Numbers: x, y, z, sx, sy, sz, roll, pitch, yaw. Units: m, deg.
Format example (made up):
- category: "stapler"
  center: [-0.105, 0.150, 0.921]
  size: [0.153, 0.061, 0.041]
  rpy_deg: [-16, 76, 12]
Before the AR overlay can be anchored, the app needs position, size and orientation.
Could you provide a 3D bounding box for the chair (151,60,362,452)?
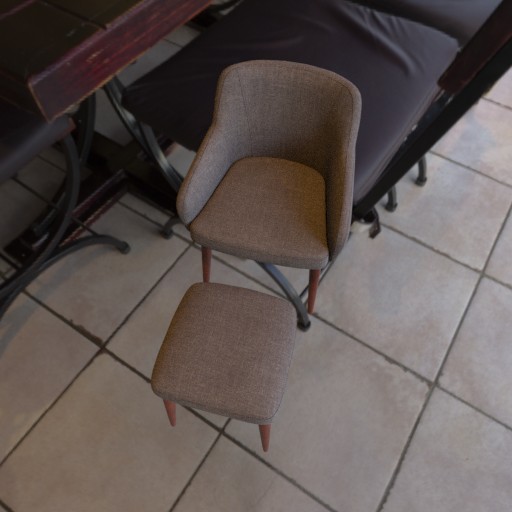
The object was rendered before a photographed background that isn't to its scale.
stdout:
- category: "chair"
  center: [0.000, 0.000, 1.555]
  size: [0.584, 0.799, 1.107]
  rpy_deg: [12, 59, 8]
